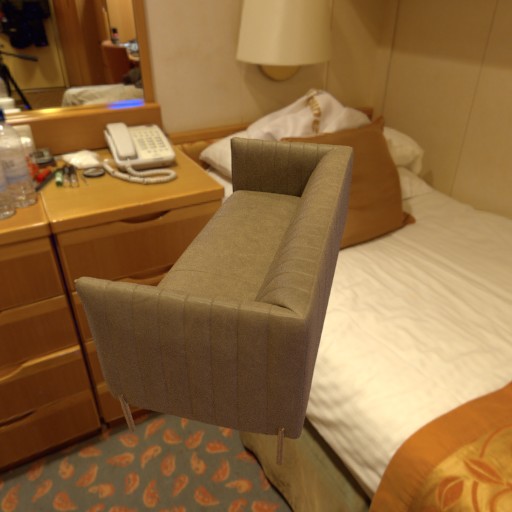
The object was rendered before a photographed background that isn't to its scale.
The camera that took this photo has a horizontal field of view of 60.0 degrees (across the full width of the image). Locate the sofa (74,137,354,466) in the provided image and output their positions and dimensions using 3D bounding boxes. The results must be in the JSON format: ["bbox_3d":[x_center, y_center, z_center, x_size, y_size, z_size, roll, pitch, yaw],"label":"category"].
[{"bbox_3d":[0.000,0.000,2.482,0.876,0.779,1.980,8,32,13],"label":"sofa"}]
